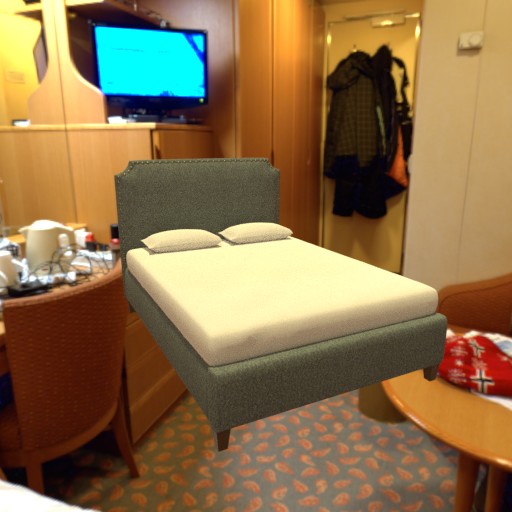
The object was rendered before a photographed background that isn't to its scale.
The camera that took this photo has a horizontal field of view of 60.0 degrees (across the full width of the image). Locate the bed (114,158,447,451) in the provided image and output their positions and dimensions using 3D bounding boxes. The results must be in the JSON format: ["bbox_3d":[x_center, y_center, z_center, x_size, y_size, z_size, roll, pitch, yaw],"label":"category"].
[{"bbox_3d":[0.000,0.000,3.536,1.712,1.443,2.372,-7,16,-26],"label":"bed"}]
